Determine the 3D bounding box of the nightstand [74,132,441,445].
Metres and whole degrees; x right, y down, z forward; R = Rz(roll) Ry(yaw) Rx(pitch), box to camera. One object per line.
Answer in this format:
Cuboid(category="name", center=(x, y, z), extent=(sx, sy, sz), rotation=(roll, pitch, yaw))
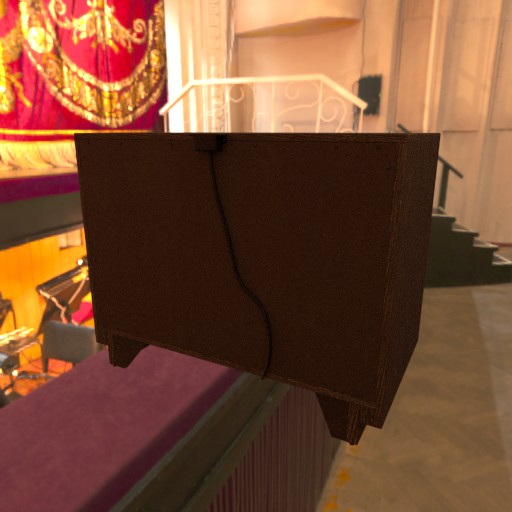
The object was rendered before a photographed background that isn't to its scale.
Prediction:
Cuboid(category="nightstand", center=(0.000, 0.000, 1.143), extent=(0.775, 0.612, 0.457), rotation=(8, 18, 27))
